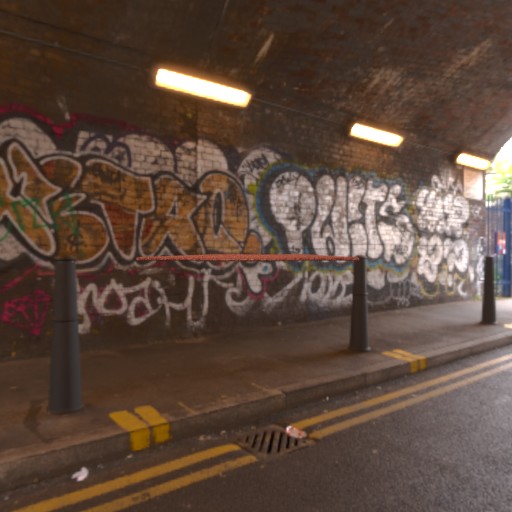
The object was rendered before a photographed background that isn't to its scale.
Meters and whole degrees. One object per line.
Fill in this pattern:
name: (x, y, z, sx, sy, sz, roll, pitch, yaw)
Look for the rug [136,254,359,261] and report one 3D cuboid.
rug: (0.000, 0.000, 2.500, 0.687, 0.012, 2.307, 0, 0, 1)
